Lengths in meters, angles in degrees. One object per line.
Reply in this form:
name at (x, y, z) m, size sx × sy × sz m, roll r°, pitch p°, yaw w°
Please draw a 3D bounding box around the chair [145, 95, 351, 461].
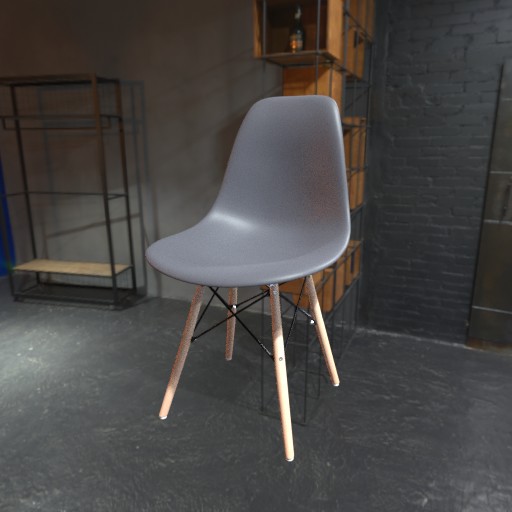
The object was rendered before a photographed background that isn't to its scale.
chair at (0.000, 0.000, 1.147) m, size 0.470 × 0.826 × 0.533 m, roll 7°, pitch 16°, yaw 25°
